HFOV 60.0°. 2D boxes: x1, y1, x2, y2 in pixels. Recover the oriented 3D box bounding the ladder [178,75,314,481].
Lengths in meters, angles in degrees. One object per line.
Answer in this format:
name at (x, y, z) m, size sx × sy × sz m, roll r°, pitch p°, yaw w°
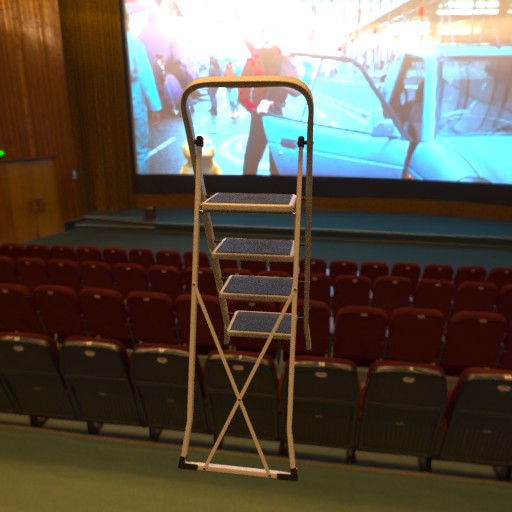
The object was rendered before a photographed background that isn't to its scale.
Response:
ladder at (0.000, 0.000, 1.731) m, size 0.460 × 1.265 × 0.914 m, roll 2°, pitch 17°, yaw 8°
